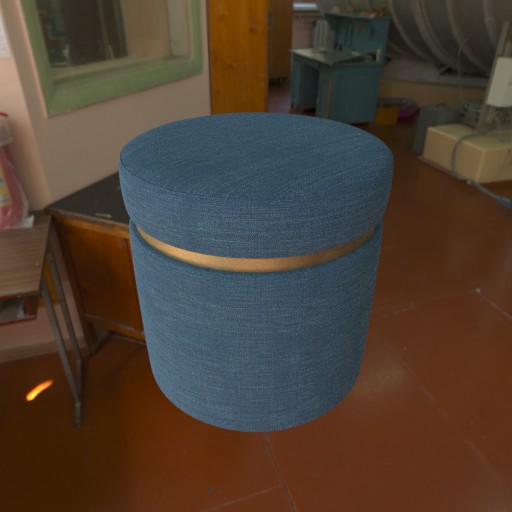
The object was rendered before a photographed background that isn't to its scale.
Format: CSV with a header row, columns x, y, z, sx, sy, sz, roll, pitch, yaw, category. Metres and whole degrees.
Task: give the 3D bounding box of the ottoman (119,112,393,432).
x,y,z,sx,sy,sz,roll,pitch,yaw,category
0.000,0.000,0.747,0.398,0.406,0.398,0,31,0,ottoman
